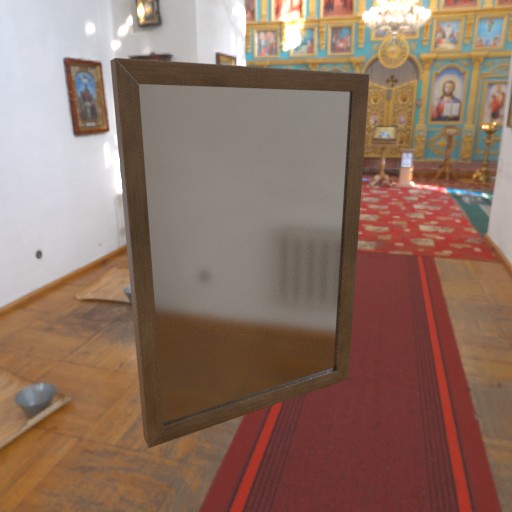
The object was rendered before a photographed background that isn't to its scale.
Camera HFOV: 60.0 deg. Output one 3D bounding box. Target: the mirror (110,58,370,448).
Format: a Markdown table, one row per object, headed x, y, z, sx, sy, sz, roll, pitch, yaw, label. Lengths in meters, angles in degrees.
| x | y | z | sx | sy | sz | roll | pitch | yaw | label |
| --- | --- | --- | --- | --- | --- | --- | --- | --- | --- |
| 0.000 | 0.000 | 0.905 | 0.507 | 0.710 | 0.040 | -9 | 19 | -27 | mirror |
